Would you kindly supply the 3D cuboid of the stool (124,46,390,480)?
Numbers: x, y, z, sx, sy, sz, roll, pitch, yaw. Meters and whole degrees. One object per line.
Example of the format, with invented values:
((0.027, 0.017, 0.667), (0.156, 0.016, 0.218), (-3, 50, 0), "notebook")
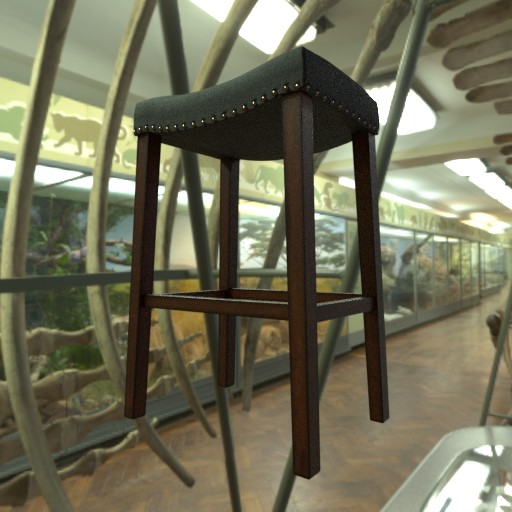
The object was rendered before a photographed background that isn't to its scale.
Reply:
((0.000, 0.000, 1.042), (0.502, 0.760, 0.366), (-1, -1, 37), "stool")
